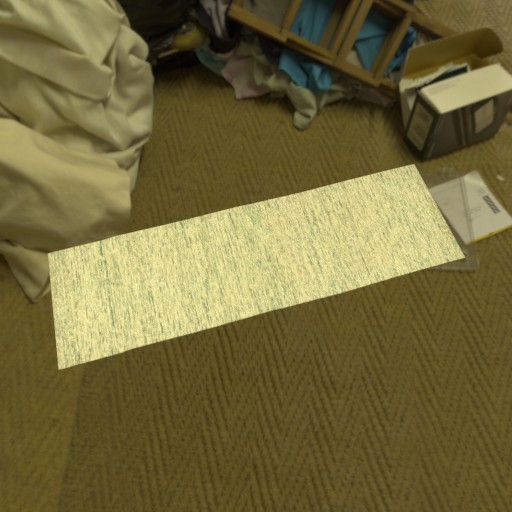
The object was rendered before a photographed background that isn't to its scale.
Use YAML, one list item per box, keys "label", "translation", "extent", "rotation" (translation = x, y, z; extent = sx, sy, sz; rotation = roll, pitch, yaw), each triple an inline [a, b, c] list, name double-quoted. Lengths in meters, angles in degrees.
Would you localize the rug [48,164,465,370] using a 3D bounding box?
- label: "rug"
  translation: [0.000, 0.000, 2.537]
  extent: [2.290, 0.014, 0.700]
  rotation: [-15, 65, -7]
